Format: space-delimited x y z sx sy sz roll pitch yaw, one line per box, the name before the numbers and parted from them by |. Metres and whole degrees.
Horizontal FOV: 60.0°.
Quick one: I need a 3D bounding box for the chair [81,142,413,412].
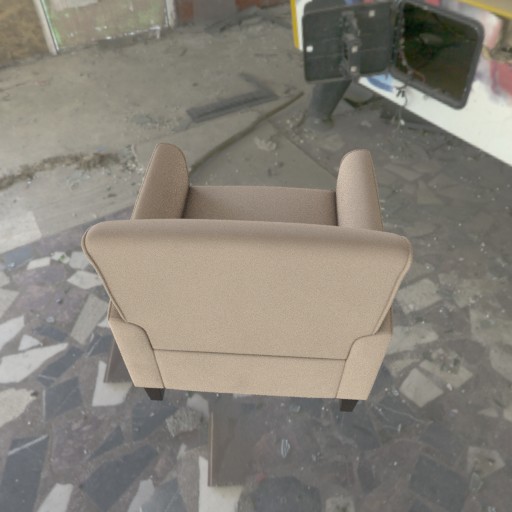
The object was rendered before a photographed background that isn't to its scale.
chair | 0.000 0.000 1.546 0.820 0.915 0.820 3 46 2
